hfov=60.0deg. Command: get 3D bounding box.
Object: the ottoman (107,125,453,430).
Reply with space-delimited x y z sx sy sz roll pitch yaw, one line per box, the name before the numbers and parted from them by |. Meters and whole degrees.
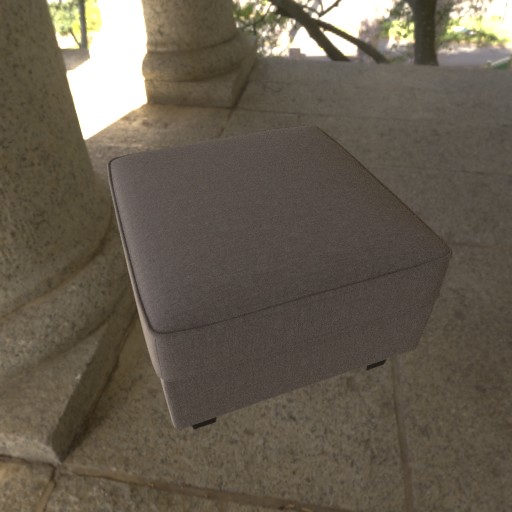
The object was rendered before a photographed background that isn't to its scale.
ottoman | 0.000 0.000 1.465 0.808 0.612 0.871 -14 43 -15
